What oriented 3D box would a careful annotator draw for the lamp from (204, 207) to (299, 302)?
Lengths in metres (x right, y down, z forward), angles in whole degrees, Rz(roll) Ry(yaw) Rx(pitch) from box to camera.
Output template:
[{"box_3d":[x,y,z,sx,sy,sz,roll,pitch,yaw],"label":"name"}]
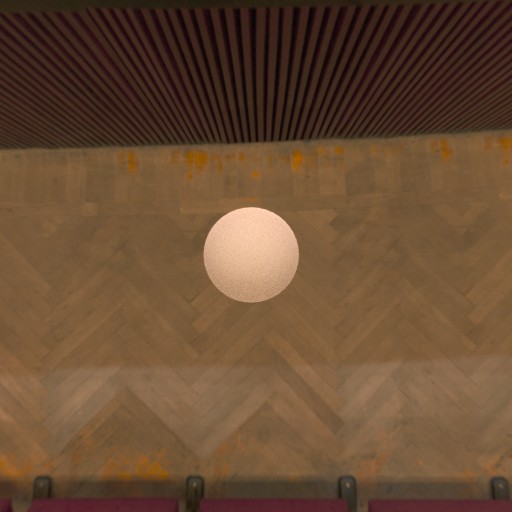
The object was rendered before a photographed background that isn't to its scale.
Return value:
[{"box_3d":[0.000,0.000,1.823,0.229,1.748,0.229,0,90,1],"label":"lamp"}]
